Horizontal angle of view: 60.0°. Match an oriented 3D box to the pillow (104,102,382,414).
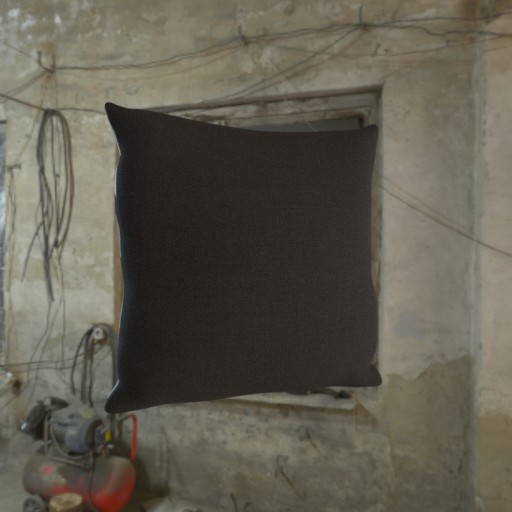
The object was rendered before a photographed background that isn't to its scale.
[{"bbox_3d":[0.000,0.000,0.775,0.503,0.496,0.208,0,0,-18],"label":"pillow"}]
